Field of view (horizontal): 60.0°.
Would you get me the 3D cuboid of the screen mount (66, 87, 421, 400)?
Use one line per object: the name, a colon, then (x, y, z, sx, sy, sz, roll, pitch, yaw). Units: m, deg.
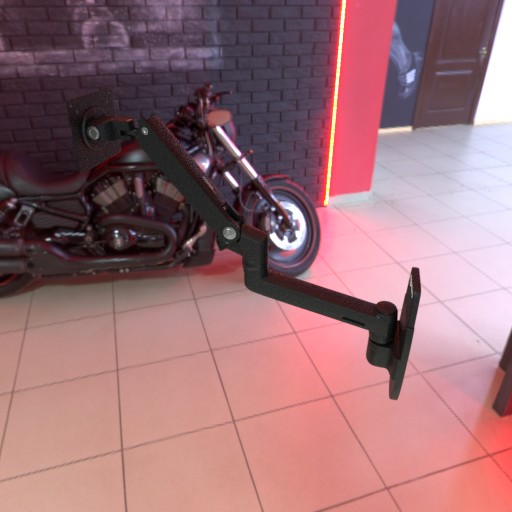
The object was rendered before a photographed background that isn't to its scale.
screen mount: (0.000, 0.000, 0.699, 0.495, 0.466, 0.115, 8, 31, 13)
